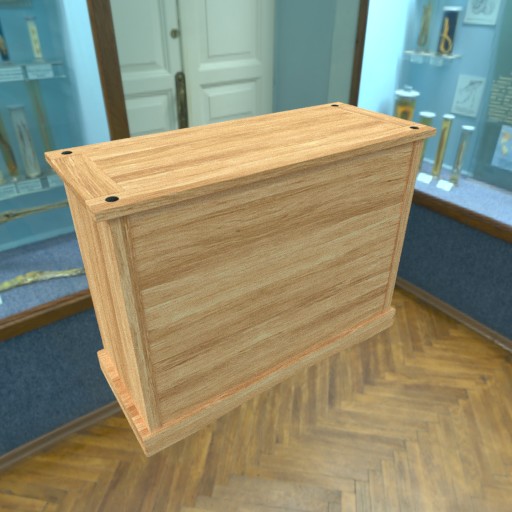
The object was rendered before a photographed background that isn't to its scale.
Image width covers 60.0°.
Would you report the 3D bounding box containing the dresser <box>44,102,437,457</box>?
[{"bbox_3d":[0.000,0.000,1.381,0.990,0.740,0.410,-20,36,-29],"label":"dresser"}]
